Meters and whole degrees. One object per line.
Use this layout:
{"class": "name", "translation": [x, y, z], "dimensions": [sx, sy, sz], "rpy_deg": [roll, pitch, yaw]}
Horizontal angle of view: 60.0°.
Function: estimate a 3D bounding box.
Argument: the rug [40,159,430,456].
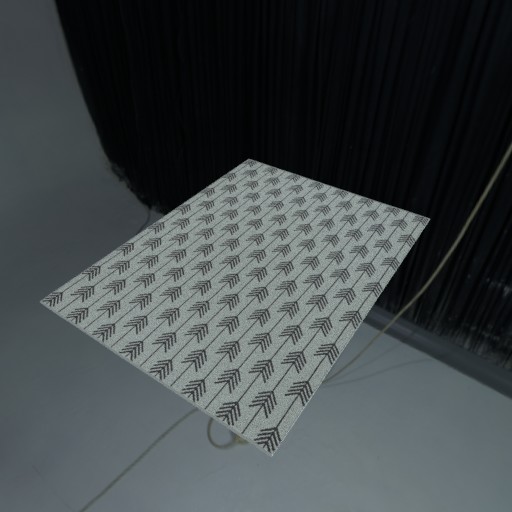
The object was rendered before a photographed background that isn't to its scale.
{"class": "rug", "translation": [0.000, 0.000, 4.188], "dimensions": [2.330, 0.010, 3.061], "rpy_deg": [24, 46, 26]}
